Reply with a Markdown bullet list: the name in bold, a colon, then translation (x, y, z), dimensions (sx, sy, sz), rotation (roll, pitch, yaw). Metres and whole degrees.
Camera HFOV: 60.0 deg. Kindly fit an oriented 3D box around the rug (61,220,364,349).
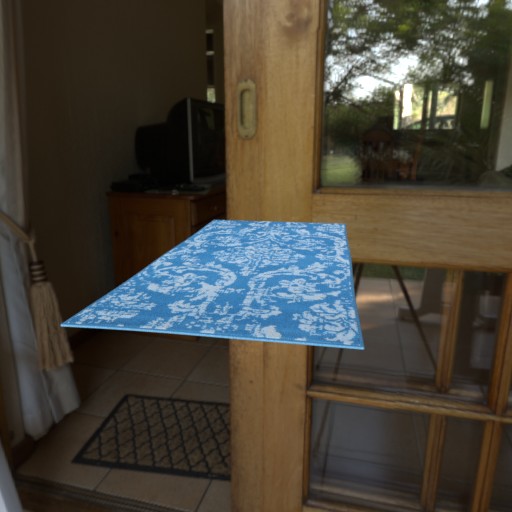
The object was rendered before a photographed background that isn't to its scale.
- **rug**: translation (0.000, 0.000, 1.431), dimensions (0.604, 0.007, 1.219), rotation (2, 15, 9)
